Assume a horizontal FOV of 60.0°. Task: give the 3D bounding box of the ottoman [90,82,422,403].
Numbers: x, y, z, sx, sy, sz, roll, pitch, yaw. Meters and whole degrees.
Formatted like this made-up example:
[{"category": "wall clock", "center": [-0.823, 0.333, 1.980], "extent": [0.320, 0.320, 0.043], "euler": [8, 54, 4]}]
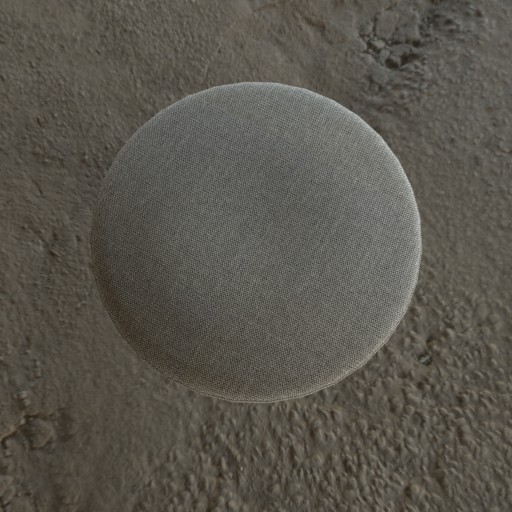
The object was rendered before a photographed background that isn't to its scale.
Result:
[{"category": "ottoman", "center": [0.000, 0.000, 0.844], "extent": [0.500, 0.419, 0.500], "euler": [0, 78, 0]}]
